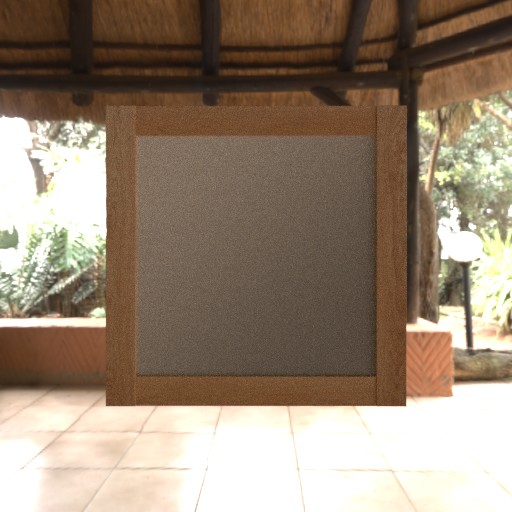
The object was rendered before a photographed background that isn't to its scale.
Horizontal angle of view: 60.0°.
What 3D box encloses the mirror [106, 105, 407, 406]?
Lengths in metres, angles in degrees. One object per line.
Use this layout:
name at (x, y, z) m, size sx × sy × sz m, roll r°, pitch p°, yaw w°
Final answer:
mirror at (0.000, 0.000, 1.189) m, size 0.800 × 0.800 × 0.020 m, roll 0°, pitch 0°, yaw 0°
